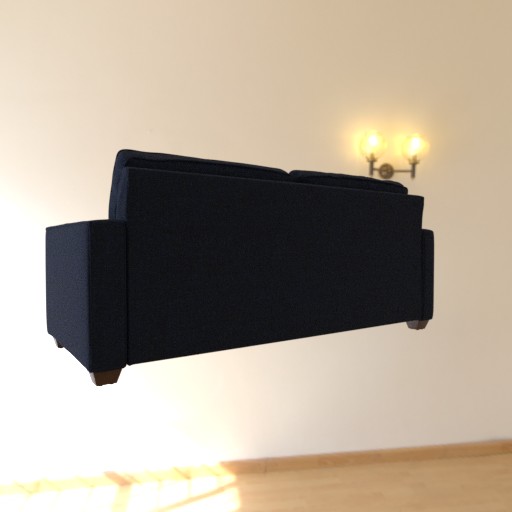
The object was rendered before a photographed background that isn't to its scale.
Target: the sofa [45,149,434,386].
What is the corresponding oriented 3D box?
[{"bbox_3d":[0.000,0.000,2.510,2.080,0.919,0.940,-1,2,-34],"label":"sofa"}]
